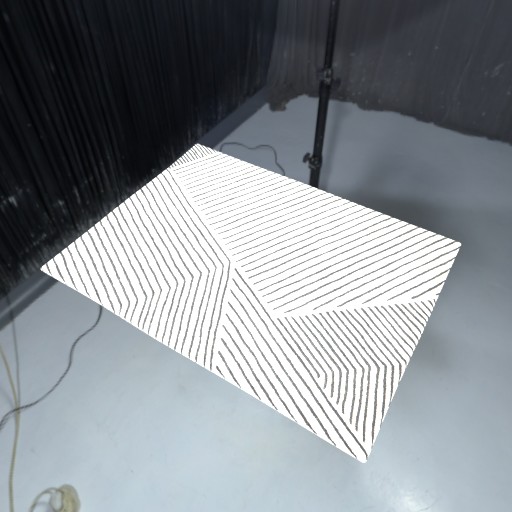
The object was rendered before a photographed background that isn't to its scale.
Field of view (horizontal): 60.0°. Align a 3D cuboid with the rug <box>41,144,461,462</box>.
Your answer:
[{"bbox_3d":[0.000,0.000,3.200,2.449,0.028,1.829,25,52,21],"label":"rug"}]
